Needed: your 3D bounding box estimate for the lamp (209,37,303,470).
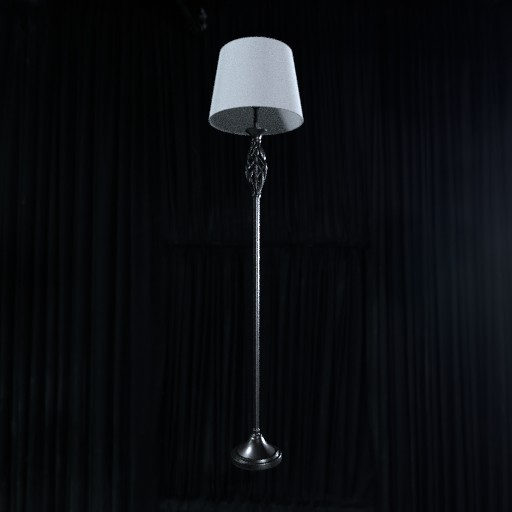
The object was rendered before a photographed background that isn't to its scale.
[{"bbox_3d":[0.000,0.000,1.783,0.379,1.623,0.379,0,0,0],"label":"lamp"}]
